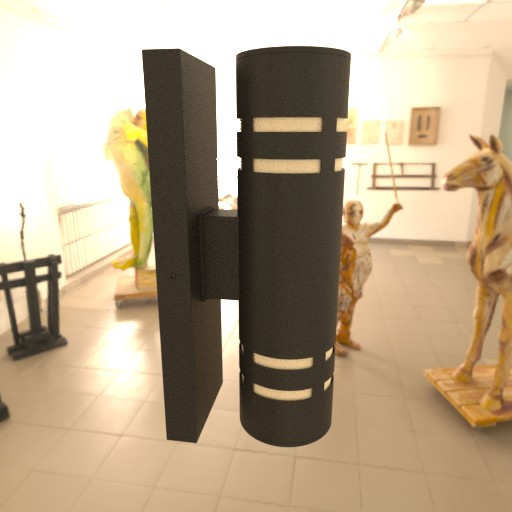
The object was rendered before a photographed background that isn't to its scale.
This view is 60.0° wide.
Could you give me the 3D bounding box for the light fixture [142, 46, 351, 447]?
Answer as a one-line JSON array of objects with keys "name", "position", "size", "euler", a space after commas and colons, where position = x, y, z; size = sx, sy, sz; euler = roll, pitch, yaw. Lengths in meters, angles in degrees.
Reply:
[{"name": "light fixture", "position": [0.000, 0.000, 0.399], "size": [0.149, 0.330, 0.105], "euler": [3, 16, 9]}]
